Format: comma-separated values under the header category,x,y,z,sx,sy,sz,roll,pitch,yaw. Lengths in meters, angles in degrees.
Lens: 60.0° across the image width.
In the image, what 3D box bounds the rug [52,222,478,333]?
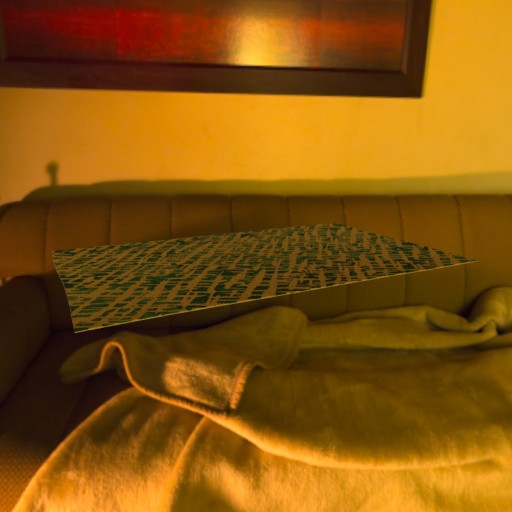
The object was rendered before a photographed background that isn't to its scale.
category,x,y,z,sx,sy,sz,roll,pitch,yaw
rug,0.000,0.000,2.984,2.447,0.011,1.520,-7,16,-26
